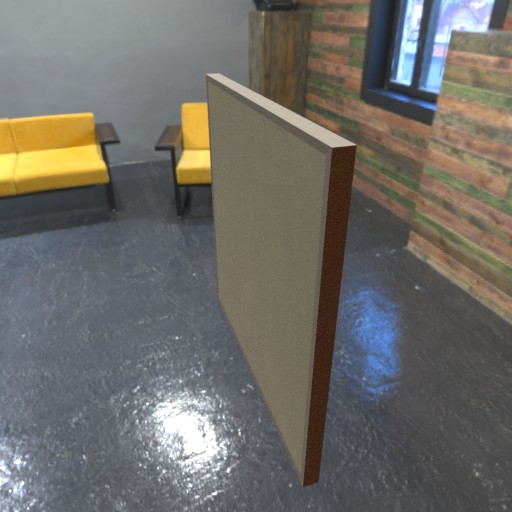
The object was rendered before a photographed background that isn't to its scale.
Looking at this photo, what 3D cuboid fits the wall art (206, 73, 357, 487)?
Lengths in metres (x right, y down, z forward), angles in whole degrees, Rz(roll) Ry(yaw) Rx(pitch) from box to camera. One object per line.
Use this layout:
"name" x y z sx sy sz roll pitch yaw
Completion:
"wall art" 0.000 0.000 1.110 0.038 0.758 0.761 -9 31 -16
